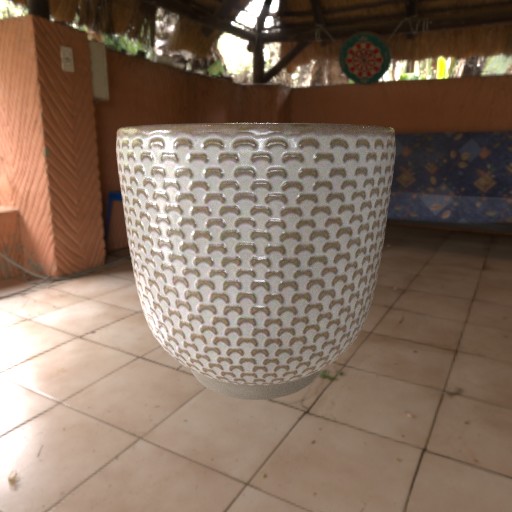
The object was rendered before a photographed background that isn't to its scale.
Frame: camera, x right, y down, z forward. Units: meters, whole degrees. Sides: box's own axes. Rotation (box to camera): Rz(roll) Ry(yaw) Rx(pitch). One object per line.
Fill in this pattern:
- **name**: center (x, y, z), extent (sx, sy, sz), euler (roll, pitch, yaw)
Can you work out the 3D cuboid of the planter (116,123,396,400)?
- **planter**: center (0.000, 0.000, 0.346), extent (0.197, 0.191, 0.197), euler (0, 14, 0)
